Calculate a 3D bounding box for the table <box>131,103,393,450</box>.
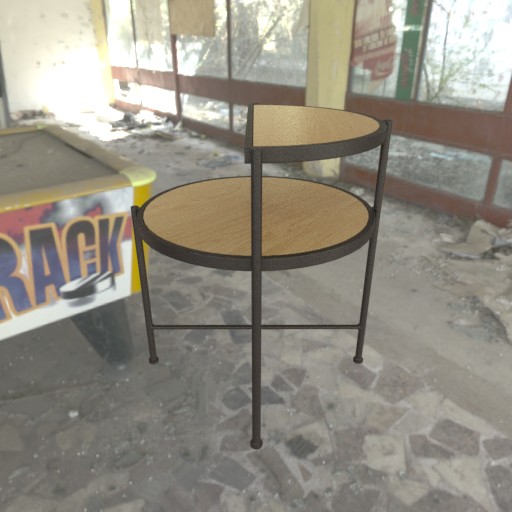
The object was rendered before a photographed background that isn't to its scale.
[{"bbox_3d":[0.000,0.000,1.152,0.628,0.684,0.629,0,26,0],"label":"table"}]
